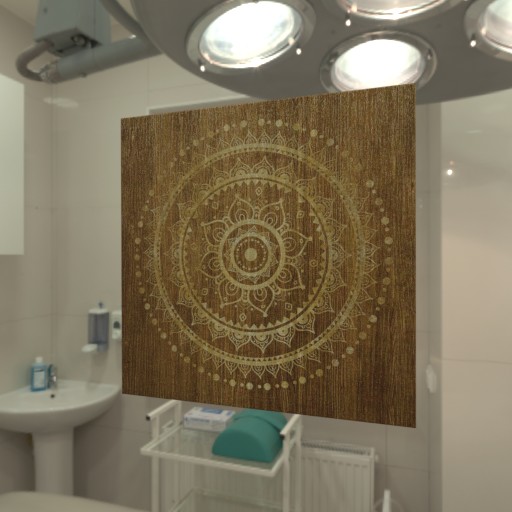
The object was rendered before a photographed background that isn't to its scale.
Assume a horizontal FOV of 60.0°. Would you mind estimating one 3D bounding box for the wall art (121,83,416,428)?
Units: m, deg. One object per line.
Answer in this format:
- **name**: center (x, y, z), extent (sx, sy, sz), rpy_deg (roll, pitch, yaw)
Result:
- **wall art**: center (0.000, 0.000, 0.598), extent (0.406, 0.403, 0.039), rpy_deg (0, 0, 19)
